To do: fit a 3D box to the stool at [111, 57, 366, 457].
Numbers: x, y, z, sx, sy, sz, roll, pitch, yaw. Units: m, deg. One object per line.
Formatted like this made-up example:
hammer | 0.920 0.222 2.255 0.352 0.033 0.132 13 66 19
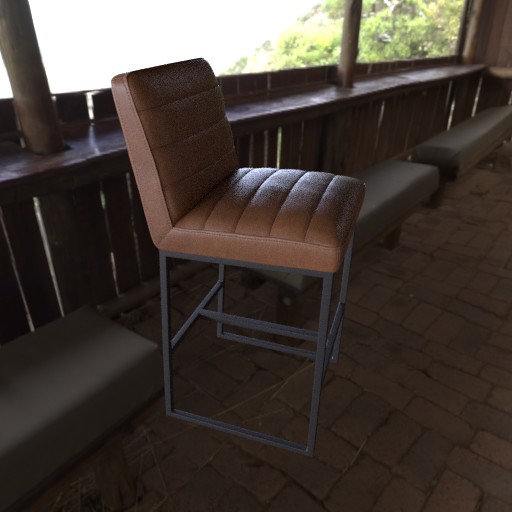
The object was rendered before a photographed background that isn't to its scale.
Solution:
stool | 0.000 0.000 1.310 0.556 1.040 0.458 9 30 16
